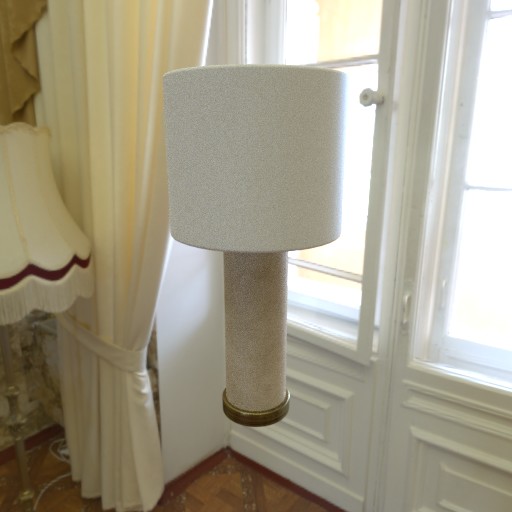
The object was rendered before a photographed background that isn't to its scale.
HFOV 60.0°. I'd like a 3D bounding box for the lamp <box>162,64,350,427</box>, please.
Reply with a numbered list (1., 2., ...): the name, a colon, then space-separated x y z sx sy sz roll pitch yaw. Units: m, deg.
1. lamp: 0.000 0.000 0.817 0.305 0.634 0.305 -2 16 -8
